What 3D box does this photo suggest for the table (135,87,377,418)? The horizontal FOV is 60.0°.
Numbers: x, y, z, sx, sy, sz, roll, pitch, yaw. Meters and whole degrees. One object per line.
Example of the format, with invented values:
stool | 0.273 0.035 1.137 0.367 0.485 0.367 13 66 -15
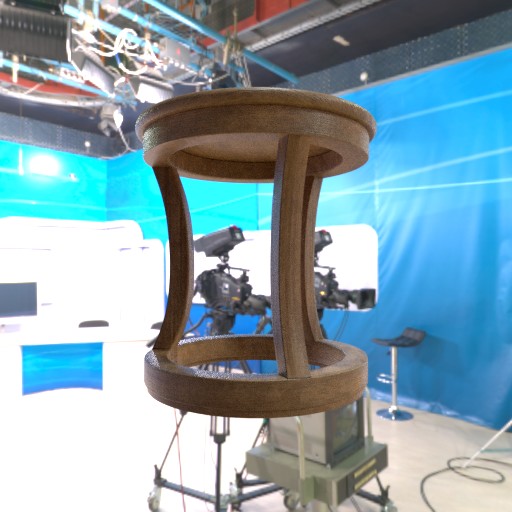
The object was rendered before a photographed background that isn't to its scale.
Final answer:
table | 0.000 0.000 0.817 0.432 0.460 0.432 0 -1 0
